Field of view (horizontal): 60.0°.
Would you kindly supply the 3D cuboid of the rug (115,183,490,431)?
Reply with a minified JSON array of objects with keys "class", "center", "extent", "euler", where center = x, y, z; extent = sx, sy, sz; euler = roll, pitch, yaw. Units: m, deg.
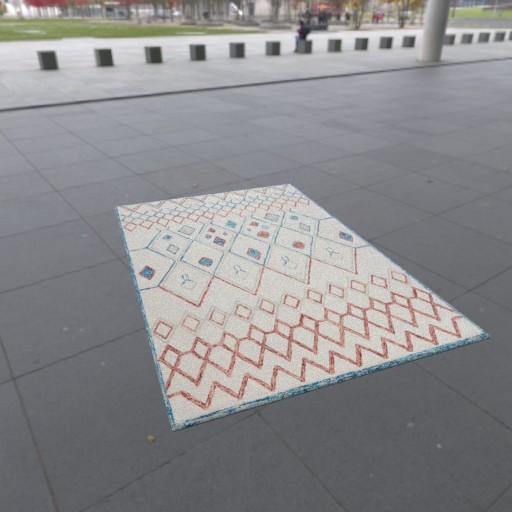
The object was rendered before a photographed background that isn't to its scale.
[{"class":"rug","center":[0.000,0.000,2.244],"extent":[1.219,0.016,1.829],"euler":[-10,31,-18]}]
